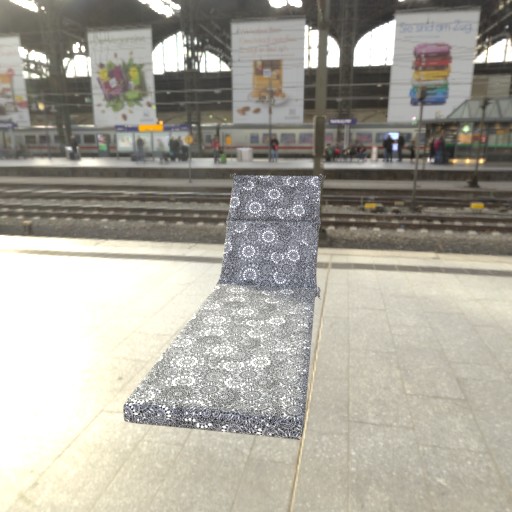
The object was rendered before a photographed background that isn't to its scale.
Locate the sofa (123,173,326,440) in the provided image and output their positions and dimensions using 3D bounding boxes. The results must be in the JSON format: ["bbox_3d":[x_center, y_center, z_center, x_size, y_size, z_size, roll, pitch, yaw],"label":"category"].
[{"bbox_3d":[0.000,0.000,1.953,0.582,0.622,1.663,2,14,9],"label":"sofa"}]
